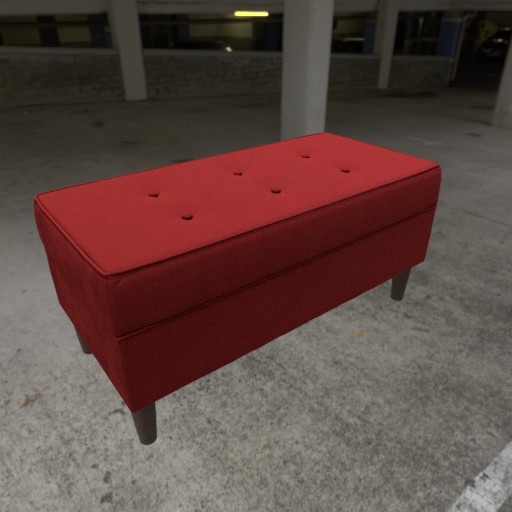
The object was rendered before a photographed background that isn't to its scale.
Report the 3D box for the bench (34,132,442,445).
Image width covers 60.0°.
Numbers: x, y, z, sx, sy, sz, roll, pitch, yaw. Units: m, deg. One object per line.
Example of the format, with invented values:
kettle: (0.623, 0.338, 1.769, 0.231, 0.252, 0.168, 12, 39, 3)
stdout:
bench: (0.000, 0.000, 1.270, 1.016, 0.471, 0.492, -21, 36, -32)
